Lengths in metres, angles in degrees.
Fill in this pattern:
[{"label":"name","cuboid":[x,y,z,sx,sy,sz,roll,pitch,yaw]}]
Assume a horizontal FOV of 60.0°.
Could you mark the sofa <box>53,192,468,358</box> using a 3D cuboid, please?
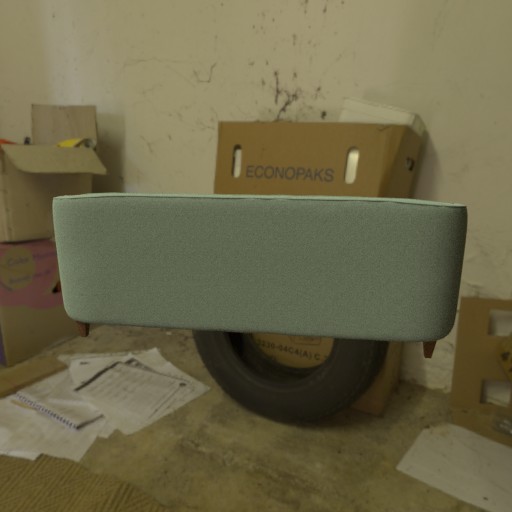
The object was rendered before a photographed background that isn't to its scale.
[{"label":"sofa","cuboid":[0.000,0.000,2.713,2.278,0.855,0.941,2,16,7]}]
